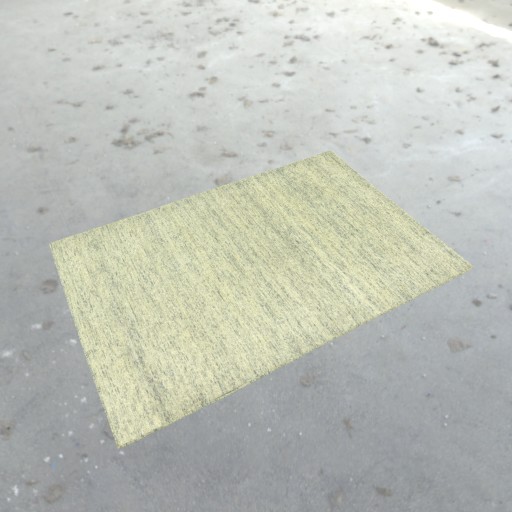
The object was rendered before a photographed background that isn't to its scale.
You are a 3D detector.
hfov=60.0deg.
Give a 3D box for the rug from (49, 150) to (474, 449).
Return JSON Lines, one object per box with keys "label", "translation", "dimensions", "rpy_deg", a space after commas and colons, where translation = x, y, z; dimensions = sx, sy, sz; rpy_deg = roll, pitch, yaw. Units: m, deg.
{"label": "rug", "translation": [0.000, 0.000, 2.301], "dimensions": [1.846, 0.014, 1.243], "rpy_deg": [-22, 50, -20]}
